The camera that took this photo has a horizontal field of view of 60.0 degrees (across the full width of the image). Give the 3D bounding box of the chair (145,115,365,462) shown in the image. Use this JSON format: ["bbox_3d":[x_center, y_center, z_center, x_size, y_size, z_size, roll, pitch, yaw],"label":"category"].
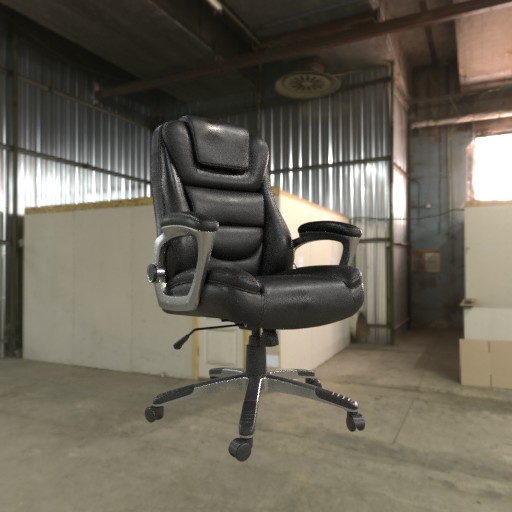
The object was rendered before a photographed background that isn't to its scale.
[{"bbox_3d":[0.000,0.000,1.534,0.697,1.075,0.689,0,0,-35],"label":"chair"}]
